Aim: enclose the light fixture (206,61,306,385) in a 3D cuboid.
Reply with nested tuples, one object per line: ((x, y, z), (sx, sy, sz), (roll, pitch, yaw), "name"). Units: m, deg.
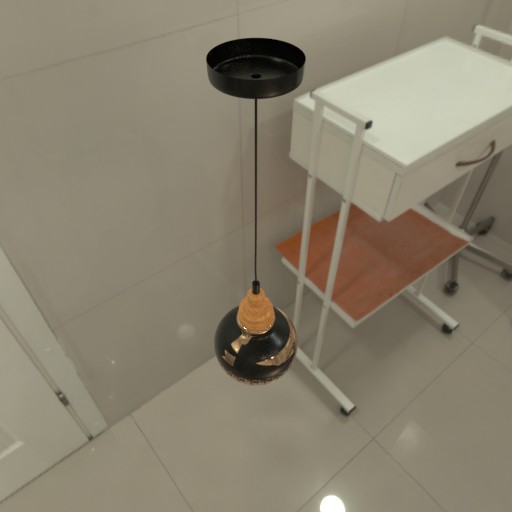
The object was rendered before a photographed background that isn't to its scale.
((0.000, 0.000, 1.811), (0.430, 1.606, 0.430), (-31, 54, -26), "light fixture")
